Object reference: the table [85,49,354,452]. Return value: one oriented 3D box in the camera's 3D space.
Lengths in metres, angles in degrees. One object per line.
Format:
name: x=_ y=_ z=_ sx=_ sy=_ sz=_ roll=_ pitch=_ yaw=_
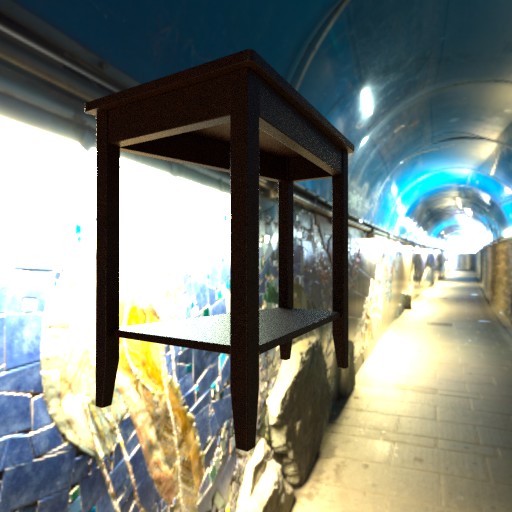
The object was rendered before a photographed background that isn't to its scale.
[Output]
table: x=0.000 y=0.000 z=0.993 sx=0.399 sy=0.589 sz=0.605 roll=0 pitch=-1 yaw=35
